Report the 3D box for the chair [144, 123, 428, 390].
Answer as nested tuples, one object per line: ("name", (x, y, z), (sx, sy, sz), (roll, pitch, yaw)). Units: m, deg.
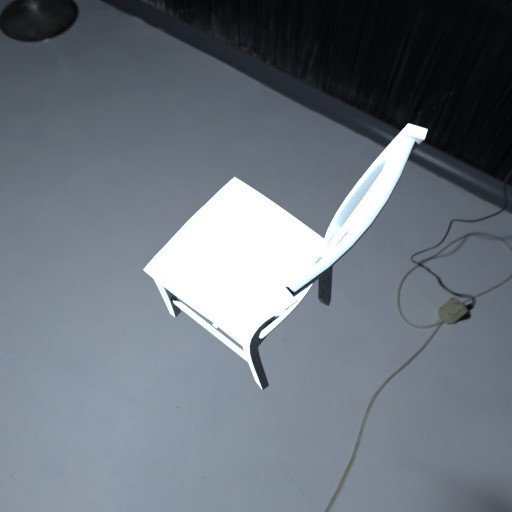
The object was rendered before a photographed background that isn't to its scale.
("chair", (0.000, 0.000, 1.308), (0.542, 0.983, 0.485), (35, 69, 16))
